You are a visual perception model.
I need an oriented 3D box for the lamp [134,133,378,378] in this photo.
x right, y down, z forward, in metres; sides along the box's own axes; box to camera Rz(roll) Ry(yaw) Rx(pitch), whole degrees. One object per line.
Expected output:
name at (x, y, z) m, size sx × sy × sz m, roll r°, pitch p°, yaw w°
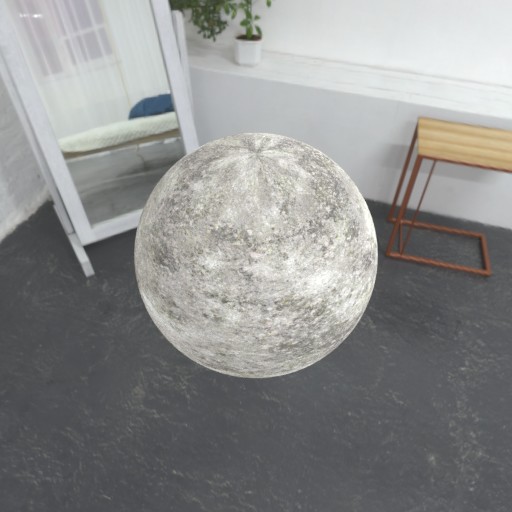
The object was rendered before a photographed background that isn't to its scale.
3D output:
lamp at (0.000, 0.000, 0.797) m, size 0.422 × 0.429 × 0.422 m, roll 0°, pitch 46°, yaw 0°
